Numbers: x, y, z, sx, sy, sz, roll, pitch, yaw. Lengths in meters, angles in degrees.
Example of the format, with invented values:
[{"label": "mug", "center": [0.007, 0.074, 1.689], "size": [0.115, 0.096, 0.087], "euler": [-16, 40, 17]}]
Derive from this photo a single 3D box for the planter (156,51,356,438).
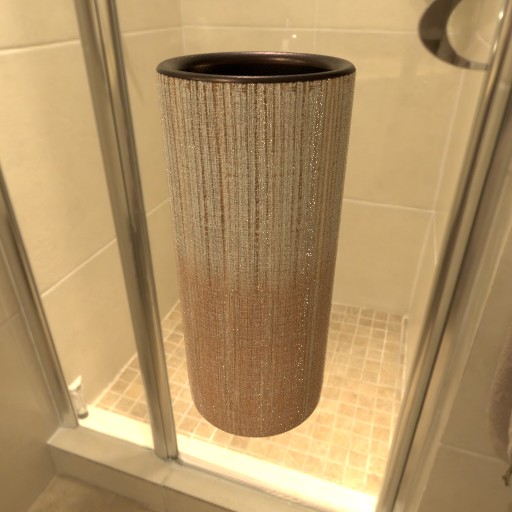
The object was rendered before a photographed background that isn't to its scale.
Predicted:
[{"label": "planter", "center": [0.000, 0.000, 0.281], "size": [0.100, 0.227, 0.100], "euler": [-9, 32, -15]}]
